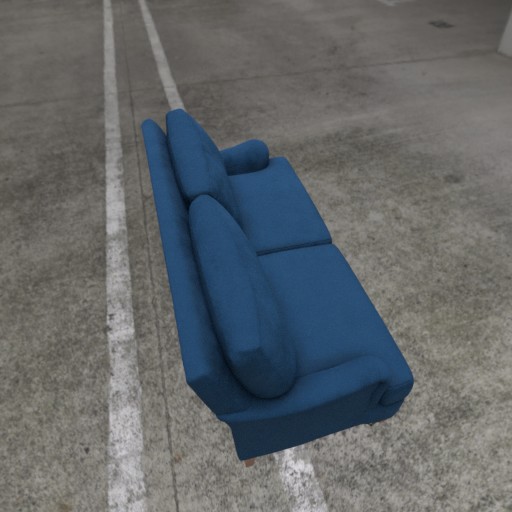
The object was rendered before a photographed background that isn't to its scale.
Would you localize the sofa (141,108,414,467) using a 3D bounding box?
[{"bbox_3d":[0.000,0.000,2.747,1.084,1.101,2.141,-11,46,-11],"label":"sofa"}]
